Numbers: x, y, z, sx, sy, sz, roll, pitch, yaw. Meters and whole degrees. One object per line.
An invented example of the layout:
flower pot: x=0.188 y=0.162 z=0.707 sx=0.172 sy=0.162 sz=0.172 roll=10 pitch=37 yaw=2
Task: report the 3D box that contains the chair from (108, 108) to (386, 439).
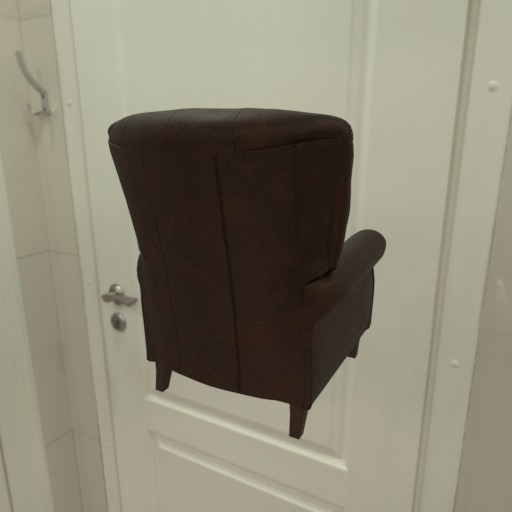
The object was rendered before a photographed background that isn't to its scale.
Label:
chair: x=0.000 y=0.000 z=1.884 sx=0.948 sy=1.158 sz=1.058 roll=8 pitch=17 yaw=28
